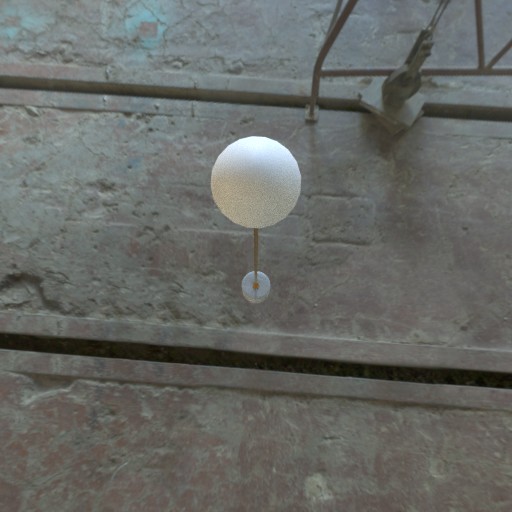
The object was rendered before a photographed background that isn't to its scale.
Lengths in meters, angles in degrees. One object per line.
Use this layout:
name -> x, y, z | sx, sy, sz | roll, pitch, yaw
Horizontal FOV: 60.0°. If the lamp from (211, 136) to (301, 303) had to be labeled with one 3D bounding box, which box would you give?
lamp -> 0.000, 0.000, 1.840 | 0.224, 1.753, 0.224 | -40, 80, -9
